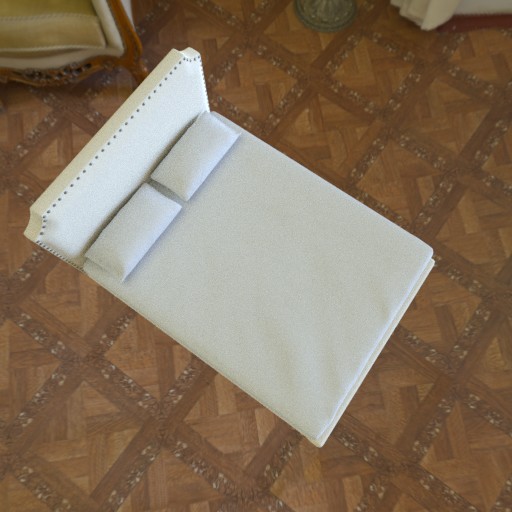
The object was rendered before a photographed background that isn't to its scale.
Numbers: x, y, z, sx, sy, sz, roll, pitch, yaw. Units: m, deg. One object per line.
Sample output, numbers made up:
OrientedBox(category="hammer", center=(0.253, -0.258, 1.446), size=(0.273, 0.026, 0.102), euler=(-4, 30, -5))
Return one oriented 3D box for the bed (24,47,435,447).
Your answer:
OrientedBox(category="bed", center=(0.000, 0.000, 3.291), size=(2.329, 1.415, 1.703), euler=(34, 77, 9))
